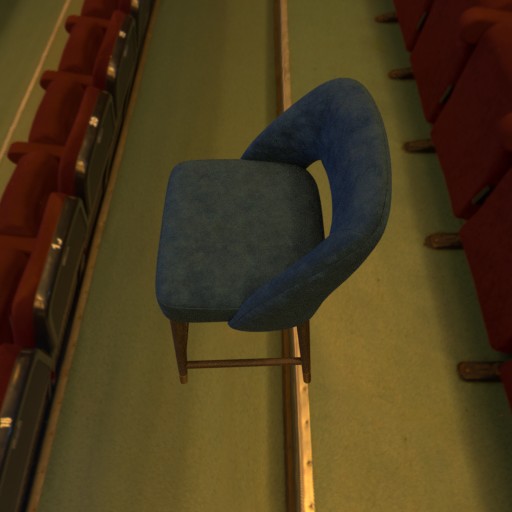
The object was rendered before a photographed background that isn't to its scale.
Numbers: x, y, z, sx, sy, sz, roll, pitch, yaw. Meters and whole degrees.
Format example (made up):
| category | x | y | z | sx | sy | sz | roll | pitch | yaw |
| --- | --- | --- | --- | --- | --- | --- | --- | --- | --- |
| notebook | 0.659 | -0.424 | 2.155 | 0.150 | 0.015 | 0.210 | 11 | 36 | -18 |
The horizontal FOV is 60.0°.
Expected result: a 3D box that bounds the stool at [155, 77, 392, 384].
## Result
| category | x | y | z | sx | sy | sz | roll | pitch | yaw |
| --- | --- | --- | --- | --- | --- | --- | --- | --- | --- |
| stool | 0.000 | 0.000 | 1.251 | 0.524 | 0.925 | 0.536 | 0 | 58 | 0 |
